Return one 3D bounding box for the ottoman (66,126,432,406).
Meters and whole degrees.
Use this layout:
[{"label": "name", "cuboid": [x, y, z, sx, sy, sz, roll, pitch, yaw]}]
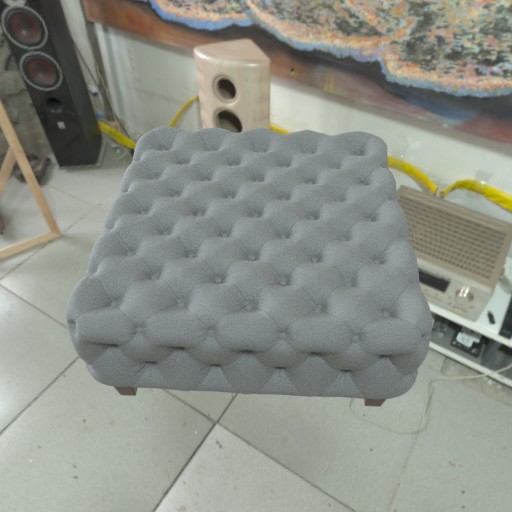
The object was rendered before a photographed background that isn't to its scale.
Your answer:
[{"label": "ottoman", "cuboid": [0.000, 0.000, 1.451, 0.911, 0.439, 0.917, 2, 47, 2]}]
